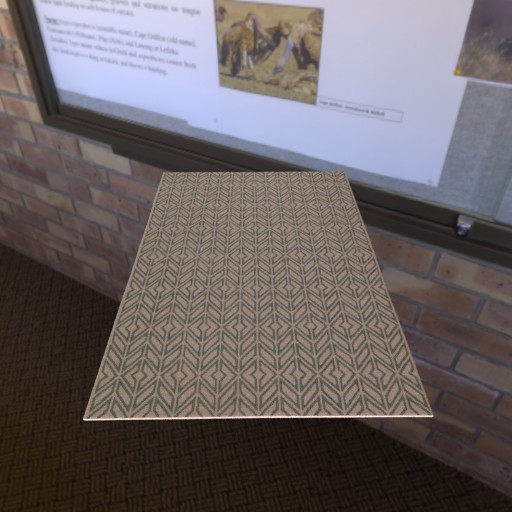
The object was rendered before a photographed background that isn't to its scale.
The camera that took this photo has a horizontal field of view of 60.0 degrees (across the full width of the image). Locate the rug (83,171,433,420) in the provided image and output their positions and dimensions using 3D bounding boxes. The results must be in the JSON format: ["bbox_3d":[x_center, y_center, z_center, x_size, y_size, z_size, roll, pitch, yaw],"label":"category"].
[{"bbox_3d":[0.000,0.000,2.260,1.220,0.007,1.828,0,38,-1],"label":"rug"}]
